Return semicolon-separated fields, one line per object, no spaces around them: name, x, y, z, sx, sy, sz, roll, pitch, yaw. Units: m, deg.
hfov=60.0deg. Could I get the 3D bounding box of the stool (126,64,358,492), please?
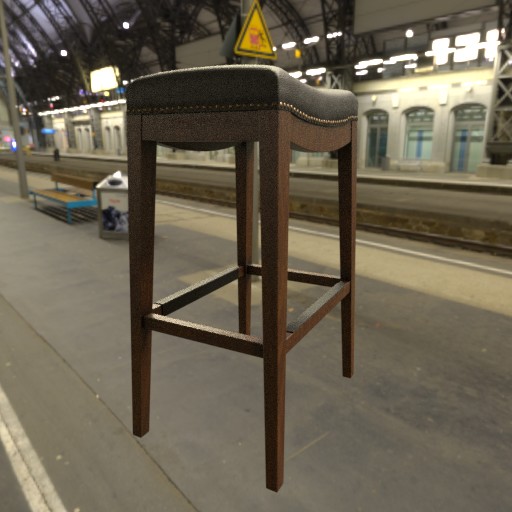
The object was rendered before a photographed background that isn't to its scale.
stool;0.000;0.000;1.033;0.361;0.765;0.500;8;16;27
